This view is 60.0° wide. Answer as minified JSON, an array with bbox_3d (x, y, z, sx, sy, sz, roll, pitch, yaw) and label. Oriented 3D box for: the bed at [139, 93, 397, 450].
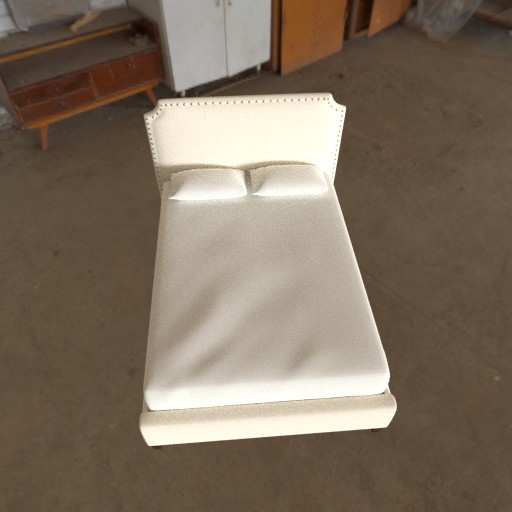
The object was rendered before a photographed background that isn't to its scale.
[{"bbox_3d":[0.000,0.000,3.438,1.712,1.443,2.365,-3,48,-3],"label":"bed"}]
